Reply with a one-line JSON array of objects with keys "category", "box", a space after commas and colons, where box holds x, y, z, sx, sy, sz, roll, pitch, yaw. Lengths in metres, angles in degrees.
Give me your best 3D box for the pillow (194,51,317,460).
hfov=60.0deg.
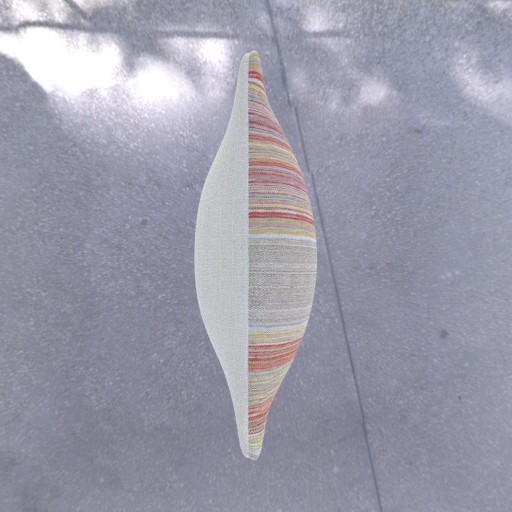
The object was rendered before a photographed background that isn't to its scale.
[{"category": "pillow", "box": [0.000, 0.000, 0.703, 0.191, 0.449, 0.451, 0, 89, 0]}]
